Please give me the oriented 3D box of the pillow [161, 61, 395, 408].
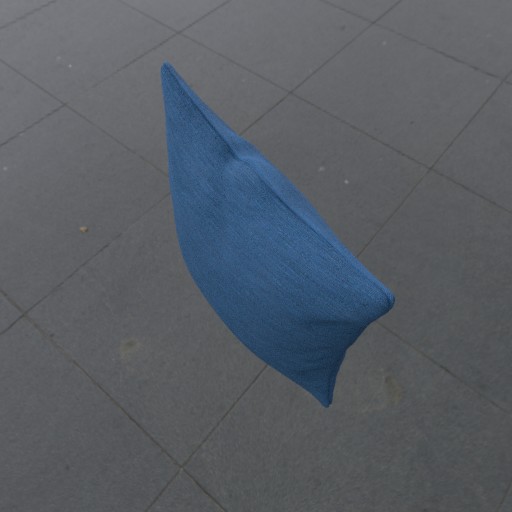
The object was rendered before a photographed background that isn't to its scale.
[{"bbox_3d":[0.000,0.000,0.676,0.177,0.420,0.437,-31,63,-18],"label":"pillow"}]
